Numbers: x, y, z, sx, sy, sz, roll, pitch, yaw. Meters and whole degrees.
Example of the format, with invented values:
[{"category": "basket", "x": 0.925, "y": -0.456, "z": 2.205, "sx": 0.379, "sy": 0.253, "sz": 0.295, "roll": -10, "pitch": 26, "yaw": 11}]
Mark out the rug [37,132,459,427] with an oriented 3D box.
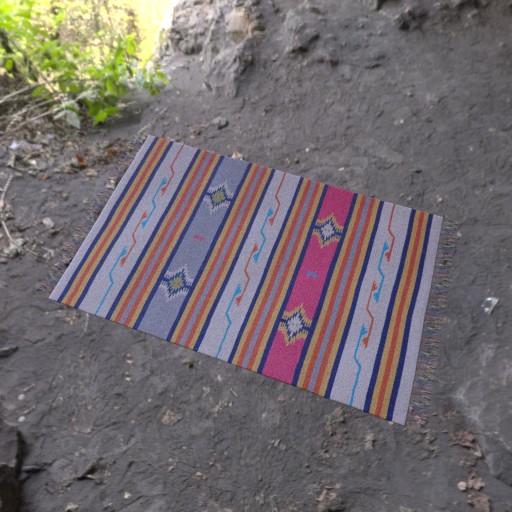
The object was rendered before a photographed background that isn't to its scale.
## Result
[{"category": "rug", "x": 0.000, "y": 0.000, "z": 2.188, "sx": 1.849, "sy": 0.013, "sz": 1.084, "roll": 17, "pitch": 64, "yaw": 9}]
